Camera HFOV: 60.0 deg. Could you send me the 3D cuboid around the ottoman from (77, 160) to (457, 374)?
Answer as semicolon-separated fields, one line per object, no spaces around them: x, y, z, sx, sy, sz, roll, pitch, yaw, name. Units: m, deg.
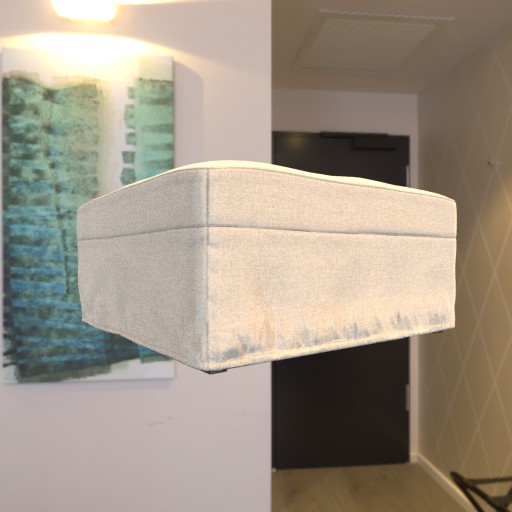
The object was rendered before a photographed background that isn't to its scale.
0.000;0.000;1.336;0.843;0.436;0.840;0;0;-37;ottoman
